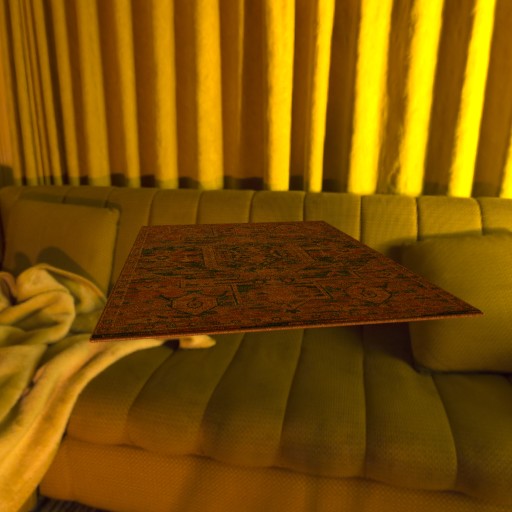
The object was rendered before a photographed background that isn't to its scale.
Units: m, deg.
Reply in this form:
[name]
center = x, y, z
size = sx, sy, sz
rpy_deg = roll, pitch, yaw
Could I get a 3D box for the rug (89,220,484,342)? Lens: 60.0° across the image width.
[rug]
center = 0.000, 0.000, 2.784
size = 1.588, 0.024, 2.204
rpy_deg = -2, 15, -9
